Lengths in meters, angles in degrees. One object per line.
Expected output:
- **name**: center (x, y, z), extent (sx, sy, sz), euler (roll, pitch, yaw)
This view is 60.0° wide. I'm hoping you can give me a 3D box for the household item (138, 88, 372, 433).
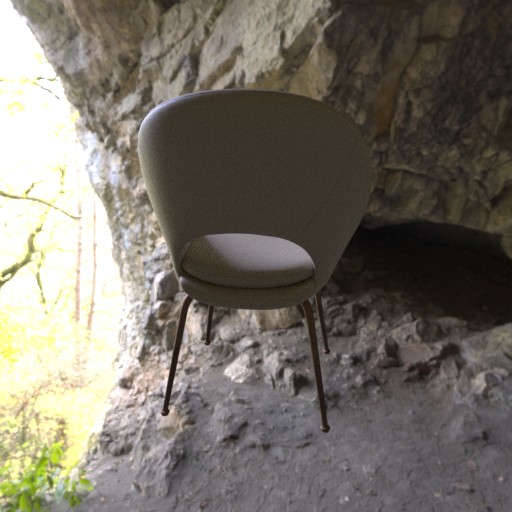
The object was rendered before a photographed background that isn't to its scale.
- **household item**: center (0.000, 0.000, 1.275), extent (0.623, 0.852, 0.573), euler (2, 15, 9)
